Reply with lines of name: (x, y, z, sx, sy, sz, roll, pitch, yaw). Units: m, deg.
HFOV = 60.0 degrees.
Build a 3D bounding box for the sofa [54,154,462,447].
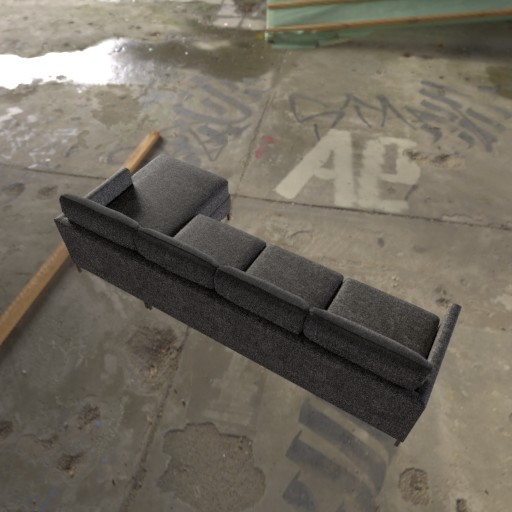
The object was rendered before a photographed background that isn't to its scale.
sofa: (0.000, 0.000, 3.965, 3.384, 0.970, 1.488, 24, 52, 20)
